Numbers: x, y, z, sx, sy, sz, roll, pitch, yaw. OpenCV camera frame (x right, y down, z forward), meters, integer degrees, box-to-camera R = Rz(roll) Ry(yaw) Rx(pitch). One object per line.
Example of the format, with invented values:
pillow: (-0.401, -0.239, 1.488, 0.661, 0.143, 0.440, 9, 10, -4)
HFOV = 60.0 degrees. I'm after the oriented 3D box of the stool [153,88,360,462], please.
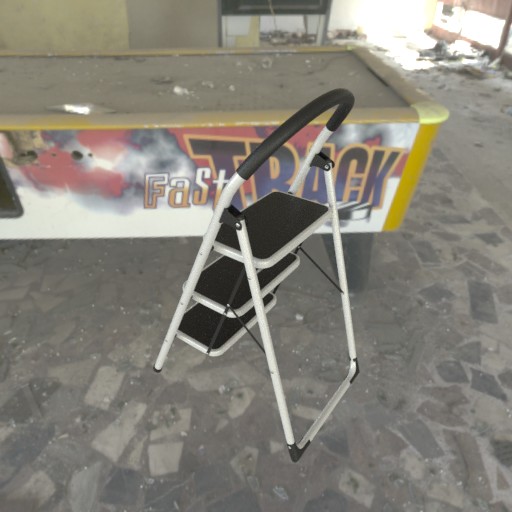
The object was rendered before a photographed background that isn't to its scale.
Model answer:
stool: (0.000, 0.000, 1.454, 0.676, 1.109, 0.485, 22, 40, 29)
